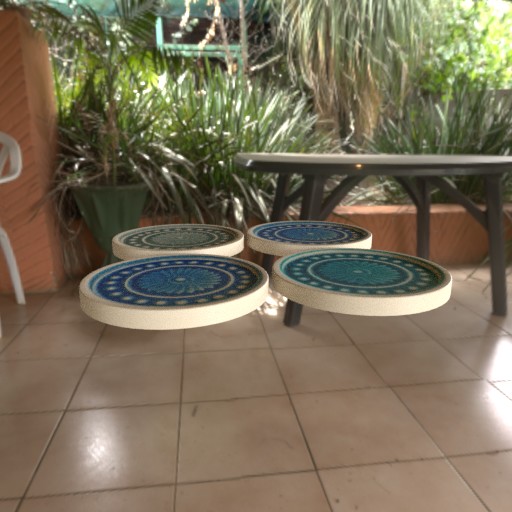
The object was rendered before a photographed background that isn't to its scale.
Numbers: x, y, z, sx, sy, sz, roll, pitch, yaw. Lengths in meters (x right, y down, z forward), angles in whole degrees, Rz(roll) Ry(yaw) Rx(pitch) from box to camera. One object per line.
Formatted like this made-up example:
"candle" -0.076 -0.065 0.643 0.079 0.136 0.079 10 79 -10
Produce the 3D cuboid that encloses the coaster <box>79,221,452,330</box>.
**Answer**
"coaster" 0.000 0.000 0.326 0.220 0.010 0.224 -2 15 -8
